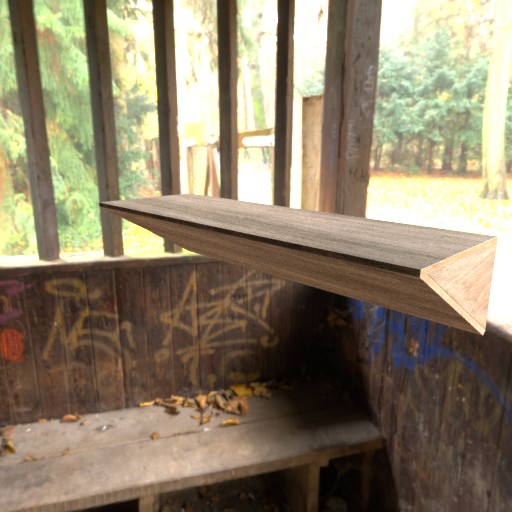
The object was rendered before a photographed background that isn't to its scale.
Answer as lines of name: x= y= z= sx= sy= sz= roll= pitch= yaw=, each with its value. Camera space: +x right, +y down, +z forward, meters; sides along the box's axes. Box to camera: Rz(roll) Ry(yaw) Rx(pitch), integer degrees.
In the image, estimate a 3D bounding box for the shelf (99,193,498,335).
shelf: x=0.000 y=0.000 z=0.679 sx=0.200 sy=0.125 sz=0.610 roll=-14 pitch=20 yaw=-43
